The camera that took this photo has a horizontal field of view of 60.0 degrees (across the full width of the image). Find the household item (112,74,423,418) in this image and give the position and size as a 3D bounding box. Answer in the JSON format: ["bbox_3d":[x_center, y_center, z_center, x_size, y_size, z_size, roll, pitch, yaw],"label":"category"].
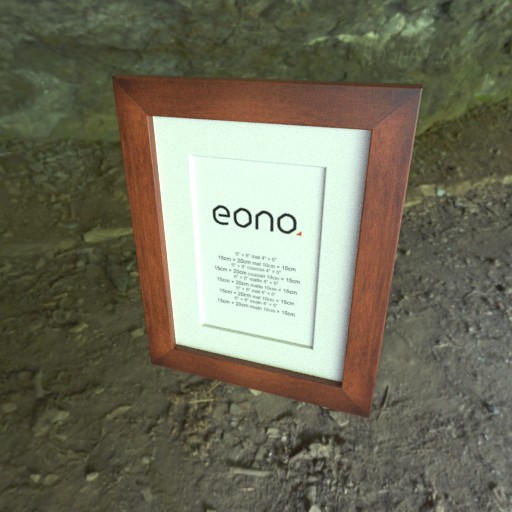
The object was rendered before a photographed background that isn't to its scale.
[{"bbox_3d":[0.000,0.000,0.337,0.200,0.250,0.020,9,28,17],"label":"household item"}]
